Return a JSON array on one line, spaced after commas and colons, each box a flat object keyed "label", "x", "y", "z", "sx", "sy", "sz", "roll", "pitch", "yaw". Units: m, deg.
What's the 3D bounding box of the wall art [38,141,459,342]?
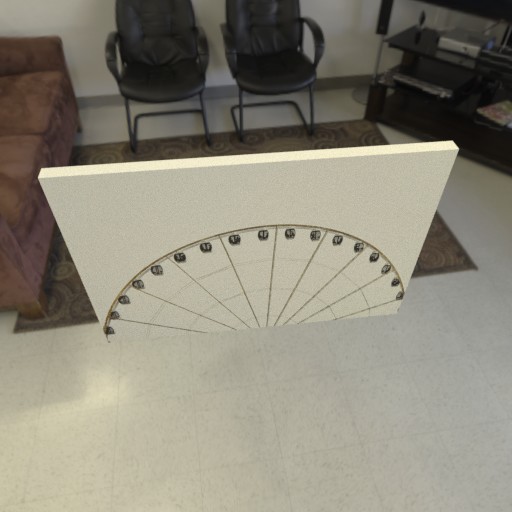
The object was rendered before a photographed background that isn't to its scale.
[{"label": "wall art", "x": 0.000, "y": 0.000, "z": 1.165, "sx": 0.898, "sy": 0.601, "sz": 0.038, "roll": -5, "pitch": 46, "yaw": -5}]
